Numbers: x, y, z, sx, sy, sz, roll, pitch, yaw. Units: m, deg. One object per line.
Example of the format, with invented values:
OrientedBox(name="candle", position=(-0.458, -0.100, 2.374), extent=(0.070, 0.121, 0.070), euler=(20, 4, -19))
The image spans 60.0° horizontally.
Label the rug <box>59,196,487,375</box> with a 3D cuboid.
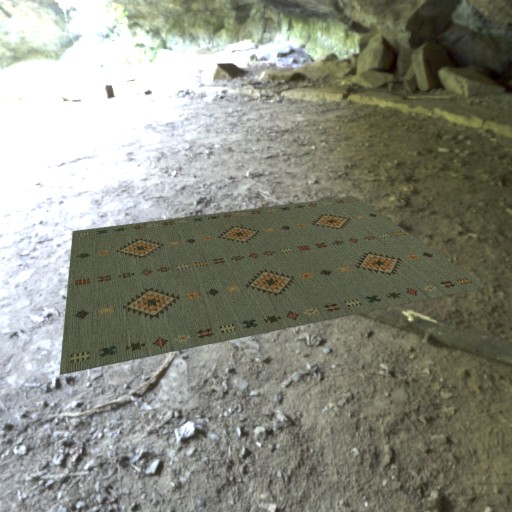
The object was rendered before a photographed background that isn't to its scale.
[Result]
OrientedBox(name="rug", position=(0.000, 0.000, 2.281), extent=(1.818, 0.005, 1.217), euler=(-9, 30, -16))
